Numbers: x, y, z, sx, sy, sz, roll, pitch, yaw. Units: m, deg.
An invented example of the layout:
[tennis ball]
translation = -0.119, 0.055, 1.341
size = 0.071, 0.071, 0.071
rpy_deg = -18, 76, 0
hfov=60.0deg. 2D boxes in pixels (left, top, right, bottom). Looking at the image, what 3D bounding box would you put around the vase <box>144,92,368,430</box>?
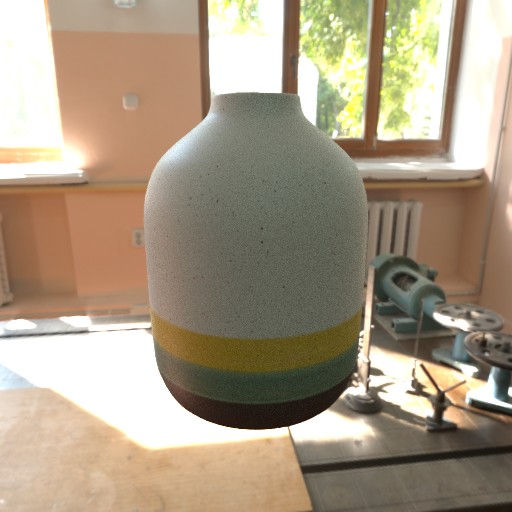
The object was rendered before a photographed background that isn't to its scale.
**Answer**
[vase]
translation = 0.000, 0.000, 0.352
size = 0.169, 0.240, 0.169
rpy_deg = 0, 16, 0
